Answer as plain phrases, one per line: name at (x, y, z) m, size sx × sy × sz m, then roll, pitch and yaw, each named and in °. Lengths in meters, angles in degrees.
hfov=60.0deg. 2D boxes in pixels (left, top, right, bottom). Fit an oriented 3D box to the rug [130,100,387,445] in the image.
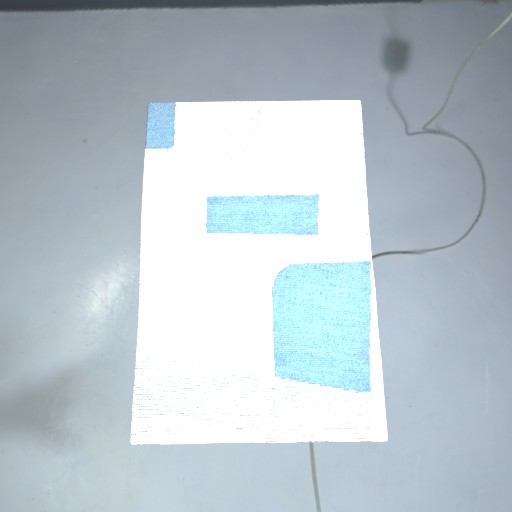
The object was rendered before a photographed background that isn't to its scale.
rug at (0.000, 0.000, 2.349) m, size 1.238 × 0.020 × 1.847 m, roll -1°, pitch 76°, yaw 0°
